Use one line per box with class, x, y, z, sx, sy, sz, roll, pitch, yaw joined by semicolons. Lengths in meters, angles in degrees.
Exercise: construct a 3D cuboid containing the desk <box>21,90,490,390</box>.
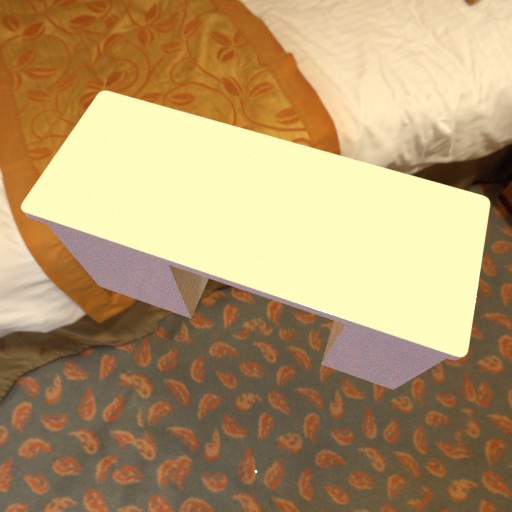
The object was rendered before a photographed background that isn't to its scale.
desk;0.000;0.000;1.748;1.400;0.762;0.550;18;65;8
